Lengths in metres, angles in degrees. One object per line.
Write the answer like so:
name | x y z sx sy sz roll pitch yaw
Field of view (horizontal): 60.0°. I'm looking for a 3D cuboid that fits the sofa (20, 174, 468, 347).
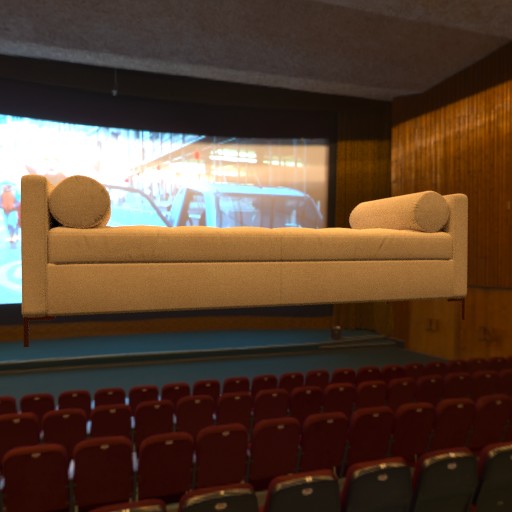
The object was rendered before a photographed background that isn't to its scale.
sofa | 0.000 0.000 2.202 1.981 0.635 0.686 0 1 -18
